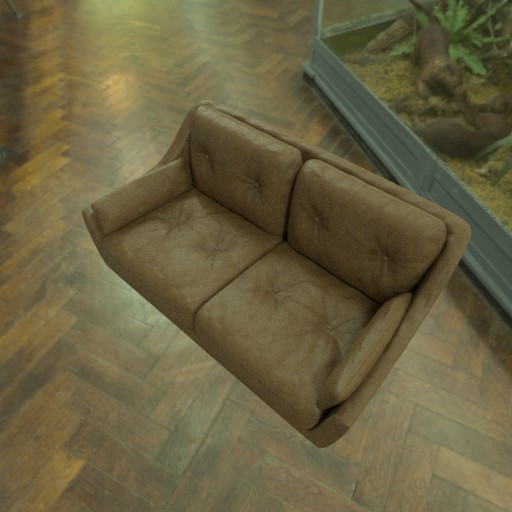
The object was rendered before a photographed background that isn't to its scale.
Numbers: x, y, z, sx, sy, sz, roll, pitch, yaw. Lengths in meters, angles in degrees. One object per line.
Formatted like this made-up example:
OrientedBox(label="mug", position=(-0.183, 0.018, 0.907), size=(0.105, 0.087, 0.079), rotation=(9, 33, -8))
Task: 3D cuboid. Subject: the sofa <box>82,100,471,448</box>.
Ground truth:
OrientedBox(label="sofa", position=(0.000, 0.000, 2.265), size=(1.731, 0.886, 0.981), rotation=(34, 55, 27))
